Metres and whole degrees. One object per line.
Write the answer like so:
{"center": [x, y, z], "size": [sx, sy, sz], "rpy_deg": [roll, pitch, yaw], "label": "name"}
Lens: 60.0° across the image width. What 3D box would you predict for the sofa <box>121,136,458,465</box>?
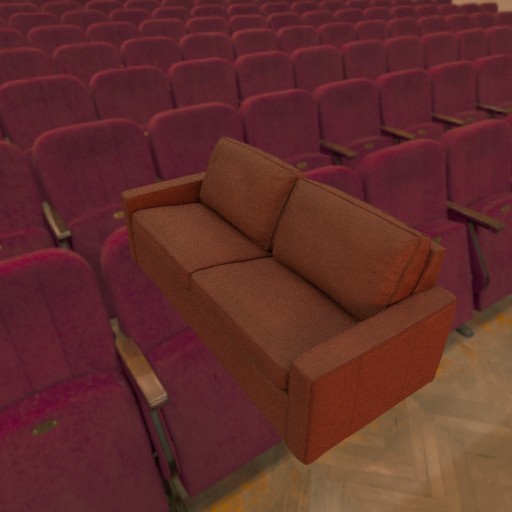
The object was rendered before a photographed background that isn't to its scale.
{"center": [0.000, 0.000, 2.626], "size": [0.940, 0.919, 2.080], "rpy_deg": [-20, 37, -28], "label": "sofa"}
